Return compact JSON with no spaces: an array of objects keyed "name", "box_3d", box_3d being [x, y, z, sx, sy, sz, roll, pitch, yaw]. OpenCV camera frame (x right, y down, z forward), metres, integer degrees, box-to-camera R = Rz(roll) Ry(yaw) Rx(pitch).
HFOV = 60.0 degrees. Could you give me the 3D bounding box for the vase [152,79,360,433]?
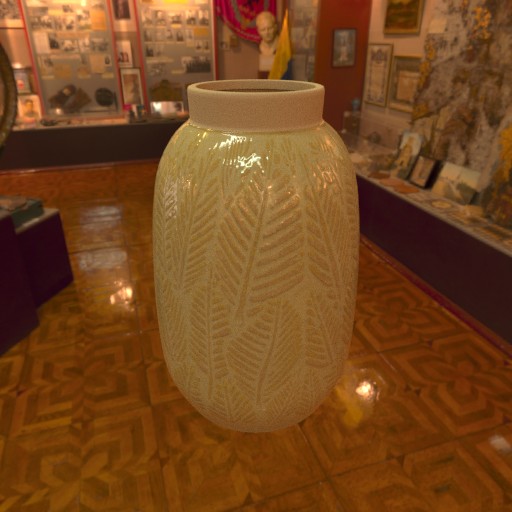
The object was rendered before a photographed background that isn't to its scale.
[{"name":"vase","box_3d":[0.000,0.000,0.374,0.172,0.270,0.172,0,27,0]}]
